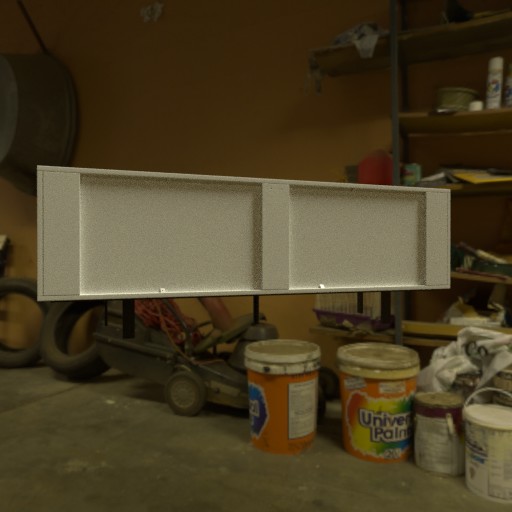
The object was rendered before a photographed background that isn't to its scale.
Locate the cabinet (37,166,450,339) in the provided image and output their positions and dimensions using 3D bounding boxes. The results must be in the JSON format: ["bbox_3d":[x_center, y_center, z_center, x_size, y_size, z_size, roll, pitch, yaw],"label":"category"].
[{"bbox_3d":[0.000,0.000,1.743,1.499,0.533,0.431,0,0,-19],"label":"cabinet"}]
